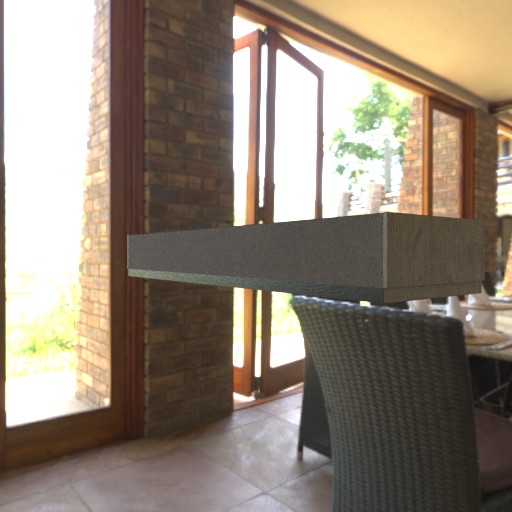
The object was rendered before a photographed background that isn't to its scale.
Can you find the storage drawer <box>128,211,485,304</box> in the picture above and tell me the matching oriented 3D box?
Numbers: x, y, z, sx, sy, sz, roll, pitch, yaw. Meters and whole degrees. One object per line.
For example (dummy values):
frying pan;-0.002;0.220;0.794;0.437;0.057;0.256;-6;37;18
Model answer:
storage drawer;0.000;0.000;2.314;0.591;0.274;2.072;0;0;-37
